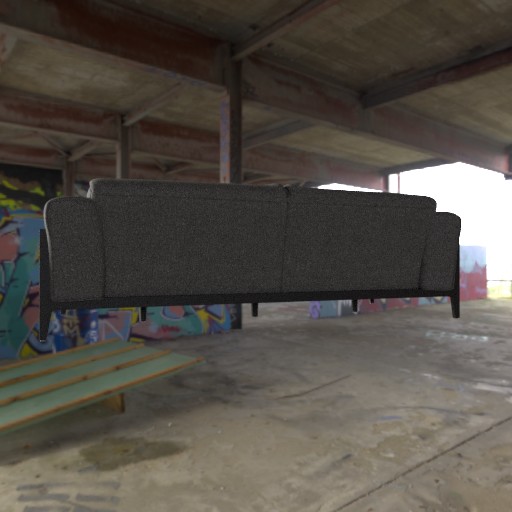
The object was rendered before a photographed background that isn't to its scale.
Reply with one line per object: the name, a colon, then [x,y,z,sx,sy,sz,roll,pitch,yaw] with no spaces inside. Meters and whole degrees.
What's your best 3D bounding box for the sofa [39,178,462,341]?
sofa: [0.000,0.000,2.521,2.125,0.703,0.985,0,0,-18]
